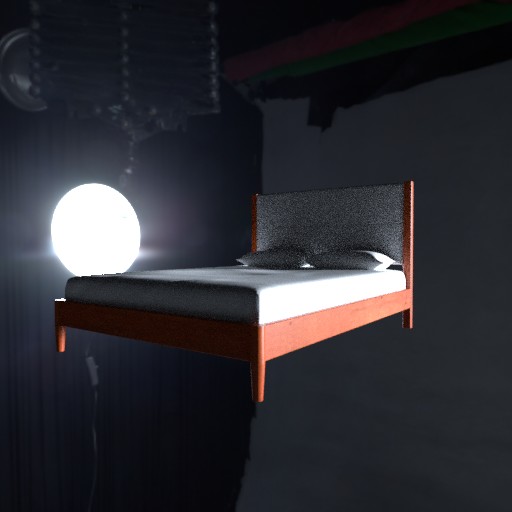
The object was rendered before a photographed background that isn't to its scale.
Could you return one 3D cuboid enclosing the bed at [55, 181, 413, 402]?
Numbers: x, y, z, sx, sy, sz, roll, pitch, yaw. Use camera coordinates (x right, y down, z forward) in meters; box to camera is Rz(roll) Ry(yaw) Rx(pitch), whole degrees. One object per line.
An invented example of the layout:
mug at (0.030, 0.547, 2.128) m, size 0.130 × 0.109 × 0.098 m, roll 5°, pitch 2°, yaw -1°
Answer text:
bed at (0.000, 0.000, 3.127) m, size 1.566 × 1.165 × 2.117 m, roll 1°, pitch 1°, yaw 36°
